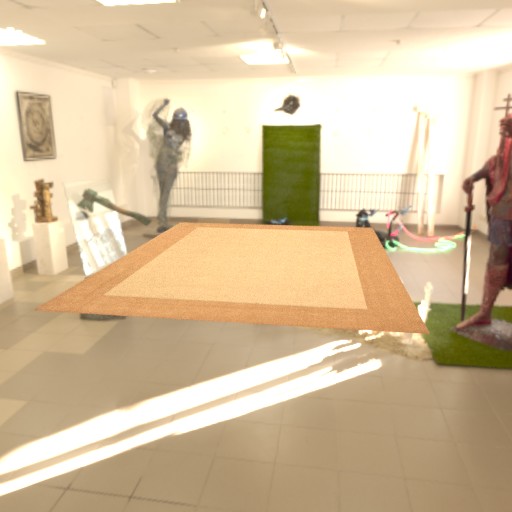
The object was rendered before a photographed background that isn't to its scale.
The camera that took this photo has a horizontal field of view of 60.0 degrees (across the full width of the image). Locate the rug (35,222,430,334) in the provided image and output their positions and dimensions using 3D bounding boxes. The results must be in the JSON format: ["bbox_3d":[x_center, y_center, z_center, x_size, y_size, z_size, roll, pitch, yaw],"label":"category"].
[{"bbox_3d":[0.000,0.000,4.140,2.438,0.014,3.048,2,15,8],"label":"rug"}]
